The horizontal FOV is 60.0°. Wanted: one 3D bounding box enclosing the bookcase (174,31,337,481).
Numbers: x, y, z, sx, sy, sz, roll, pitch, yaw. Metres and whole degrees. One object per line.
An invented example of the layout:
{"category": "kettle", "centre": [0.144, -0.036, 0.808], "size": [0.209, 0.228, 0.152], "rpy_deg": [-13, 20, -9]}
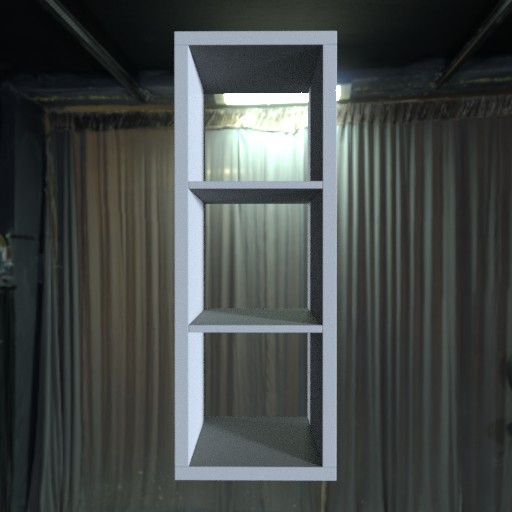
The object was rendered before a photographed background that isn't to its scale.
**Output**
{"category": "bookcase", "centre": [0.000, 0.000, 1.230], "size": [0.390, 1.080, 0.330], "rpy_deg": [0, 0, 0]}
